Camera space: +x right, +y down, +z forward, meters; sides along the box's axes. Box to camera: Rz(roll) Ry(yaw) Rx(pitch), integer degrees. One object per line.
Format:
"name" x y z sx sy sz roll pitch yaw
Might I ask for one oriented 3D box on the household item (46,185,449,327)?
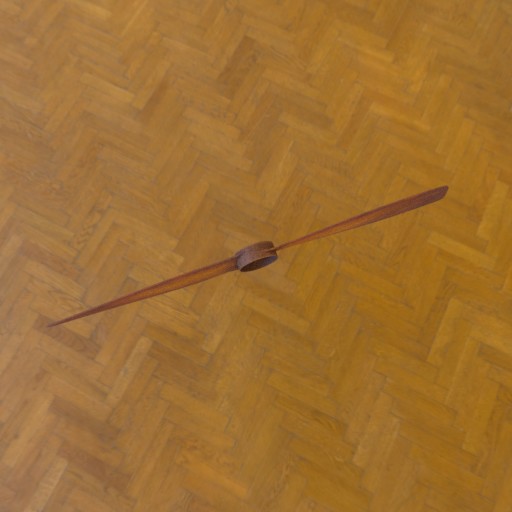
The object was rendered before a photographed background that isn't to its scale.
"household item" 0.000 0.000 1.245 1.181 0.121 0.051 -19 76 -5
